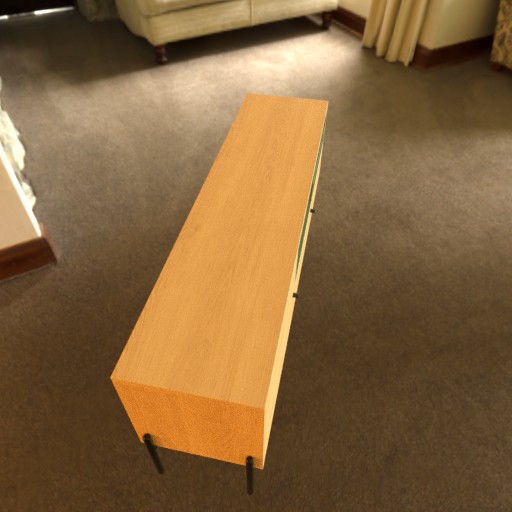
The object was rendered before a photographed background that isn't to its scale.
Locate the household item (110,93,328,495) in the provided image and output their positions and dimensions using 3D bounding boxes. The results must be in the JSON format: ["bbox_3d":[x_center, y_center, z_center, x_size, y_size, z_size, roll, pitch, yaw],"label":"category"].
[{"bbox_3d":[0.000,0.000,1.768,0.400,0.600,1.550,9,47,8],"label":"household item"}]
